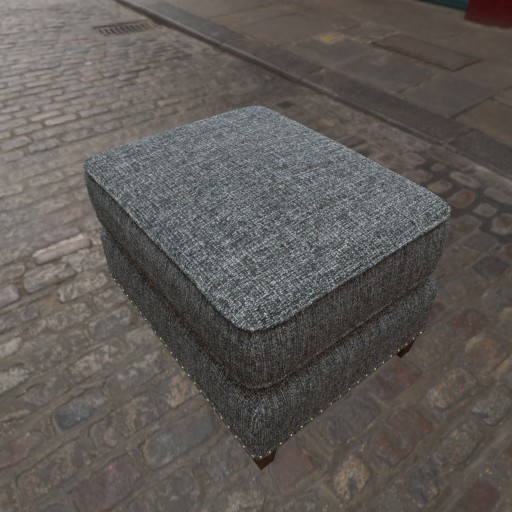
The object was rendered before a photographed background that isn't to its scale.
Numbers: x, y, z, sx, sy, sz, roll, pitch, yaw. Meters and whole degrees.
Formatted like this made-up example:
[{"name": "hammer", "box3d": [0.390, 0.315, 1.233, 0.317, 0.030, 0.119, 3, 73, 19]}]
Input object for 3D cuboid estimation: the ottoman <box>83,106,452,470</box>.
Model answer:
[{"name": "ottoman", "box3d": [0.000, 0.000, 1.145, 0.589, 0.537, 0.738, -27, 48, -27]}]
